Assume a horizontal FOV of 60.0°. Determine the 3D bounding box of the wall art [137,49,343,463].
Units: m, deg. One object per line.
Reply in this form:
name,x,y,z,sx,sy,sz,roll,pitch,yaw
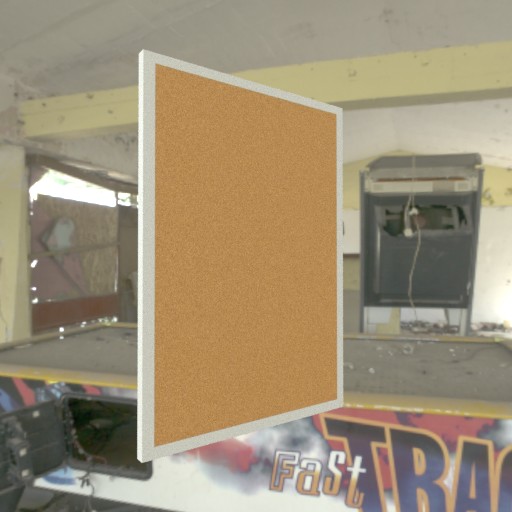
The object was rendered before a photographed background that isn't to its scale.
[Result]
wall art,0.000,0.000,0.558,0.303,0.433,0.013,1,-1,-36
